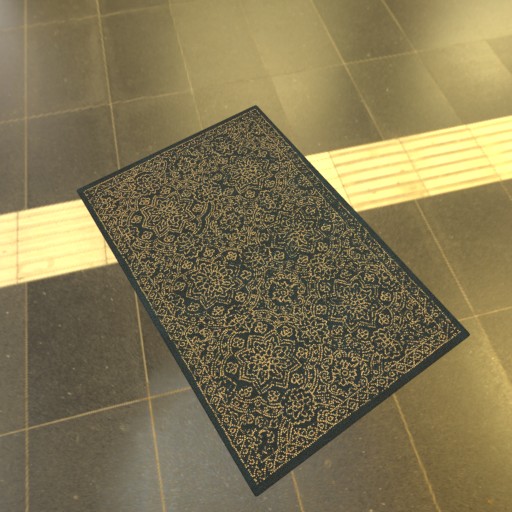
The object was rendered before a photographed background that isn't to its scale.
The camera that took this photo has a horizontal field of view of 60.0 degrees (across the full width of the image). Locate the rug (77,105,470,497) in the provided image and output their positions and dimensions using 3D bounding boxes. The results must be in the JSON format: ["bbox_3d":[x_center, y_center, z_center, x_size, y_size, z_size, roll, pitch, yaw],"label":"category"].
[{"bbox_3d":[0.000,0.000,2.293,1.219,0.010,1.829,-30,65,-15],"label":"rug"}]
